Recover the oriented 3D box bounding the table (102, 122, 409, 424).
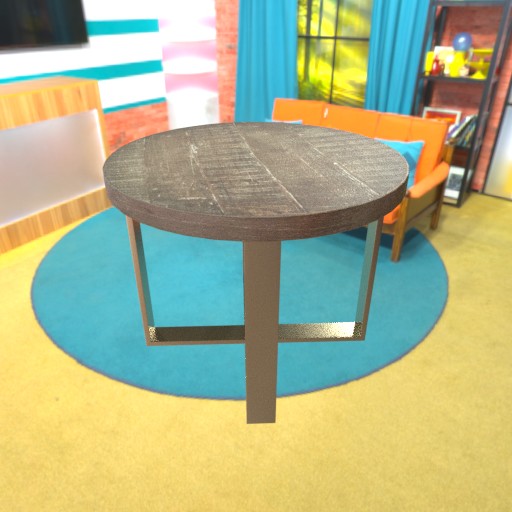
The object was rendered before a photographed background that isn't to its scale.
[{"bbox_3d":[0.000,0.000,0.948,0.557,0.437,0.557,0,30,0],"label":"table"}]
